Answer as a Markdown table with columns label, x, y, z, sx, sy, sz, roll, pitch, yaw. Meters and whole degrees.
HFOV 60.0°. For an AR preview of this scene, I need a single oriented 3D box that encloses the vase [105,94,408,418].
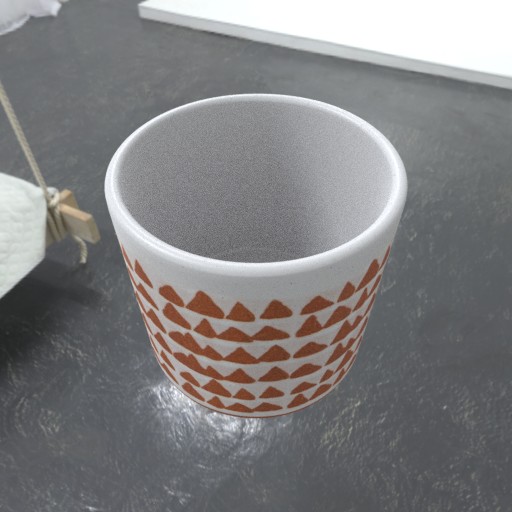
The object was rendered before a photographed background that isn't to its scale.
| label | x | y | z | sx | sy | sz | roll | pitch | yaw |
| --- | --- | --- | --- | --- | --- | --- | --- | --- | --- |
| vase | 0.000 | 0.000 | 0.249 | 0.137 | 0.127 | 0.137 | 0 | 47 | 0 |
